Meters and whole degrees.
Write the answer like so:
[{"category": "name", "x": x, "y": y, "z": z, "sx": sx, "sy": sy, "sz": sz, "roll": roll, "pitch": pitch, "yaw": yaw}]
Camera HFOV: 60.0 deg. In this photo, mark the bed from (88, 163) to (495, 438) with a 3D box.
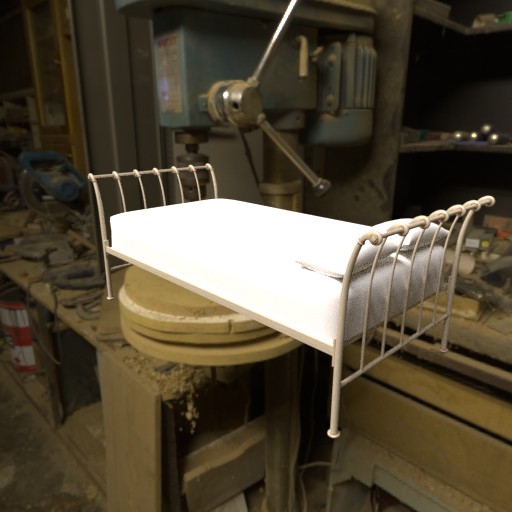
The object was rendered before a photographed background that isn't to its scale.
[{"category": "bed", "x": 0.000, "y": 0.000, "z": 2.652, "sx": 1.032, "sy": 0.873, "sz": 2.228, "roll": -16, "pitch": 23, "yaw": -41}]
